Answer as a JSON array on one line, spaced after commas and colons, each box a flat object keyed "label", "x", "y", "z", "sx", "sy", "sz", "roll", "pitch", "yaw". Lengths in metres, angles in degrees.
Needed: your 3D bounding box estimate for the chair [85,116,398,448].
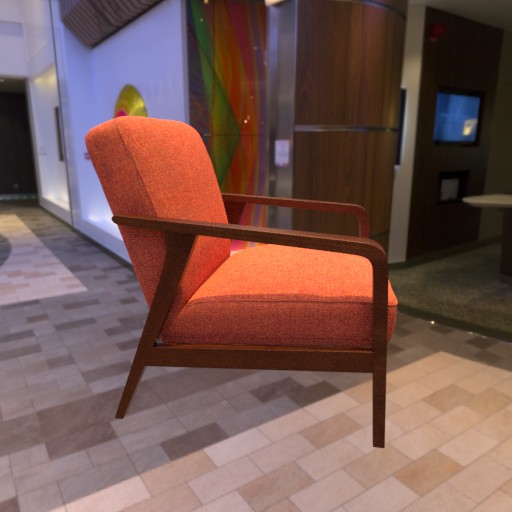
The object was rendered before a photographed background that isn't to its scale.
[{"label": "chair", "x": 0.000, "y": 0.000, "z": 1.491, "sx": 0.860, "sy": 0.890, "sz": 0.719, "roll": 2, "pitch": 14, "yaw": 10}]
